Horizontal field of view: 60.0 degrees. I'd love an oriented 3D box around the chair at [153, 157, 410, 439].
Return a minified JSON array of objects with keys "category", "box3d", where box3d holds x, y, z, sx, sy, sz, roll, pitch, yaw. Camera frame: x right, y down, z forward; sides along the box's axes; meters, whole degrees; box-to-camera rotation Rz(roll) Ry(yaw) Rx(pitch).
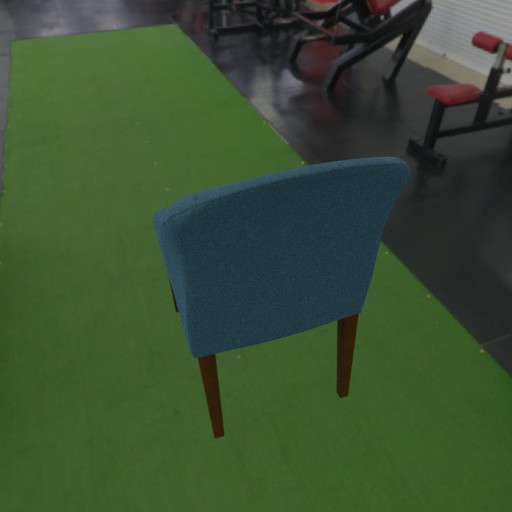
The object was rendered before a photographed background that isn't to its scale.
[{"category":"chair","box3d":[0.000,0.000,1.225,0.507,0.879,0.620,-13,43,-14]}]
